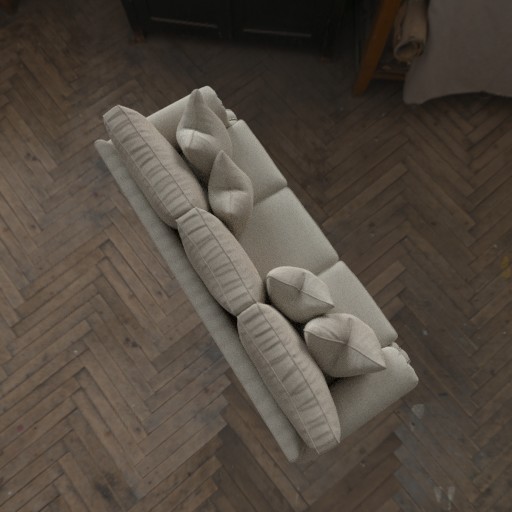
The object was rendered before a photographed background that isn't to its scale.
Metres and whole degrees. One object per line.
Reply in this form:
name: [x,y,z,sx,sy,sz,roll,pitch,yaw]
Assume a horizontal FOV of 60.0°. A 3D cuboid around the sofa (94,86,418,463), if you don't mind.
sofa: [0.000,0.000,2.790,0.965,0.975,2.312,-32,78,-8]
